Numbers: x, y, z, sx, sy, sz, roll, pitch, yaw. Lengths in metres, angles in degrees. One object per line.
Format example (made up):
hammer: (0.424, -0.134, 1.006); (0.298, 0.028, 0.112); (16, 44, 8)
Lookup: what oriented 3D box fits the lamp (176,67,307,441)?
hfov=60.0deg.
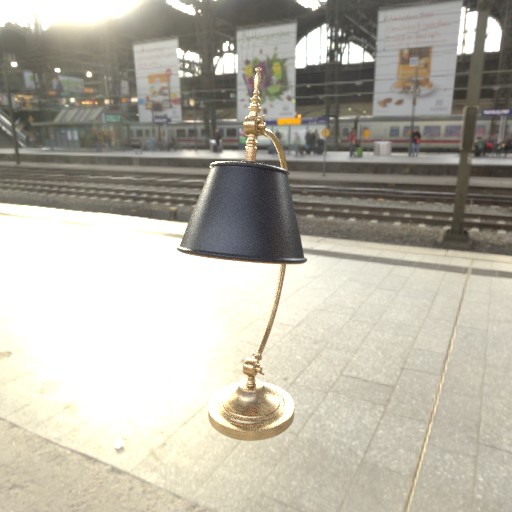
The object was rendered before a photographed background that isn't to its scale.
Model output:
lamp: (0.000, 0.000, 0.851); (0.235, 0.675, 0.344); (7, 17, 25)
